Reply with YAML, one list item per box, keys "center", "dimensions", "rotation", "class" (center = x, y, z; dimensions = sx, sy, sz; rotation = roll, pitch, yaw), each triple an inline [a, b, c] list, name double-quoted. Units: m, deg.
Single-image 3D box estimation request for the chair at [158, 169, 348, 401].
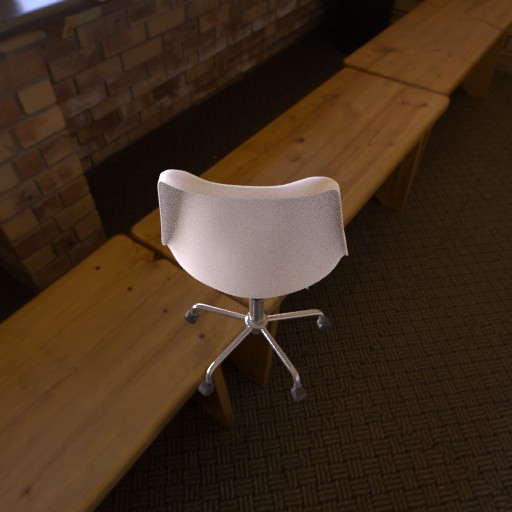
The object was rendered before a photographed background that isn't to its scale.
- center: [0.000, 0.000, 1.271]
  dimensions: [0.550, 0.930, 0.550]
  rotation: [3, 48, 3]
  class: "chair"
